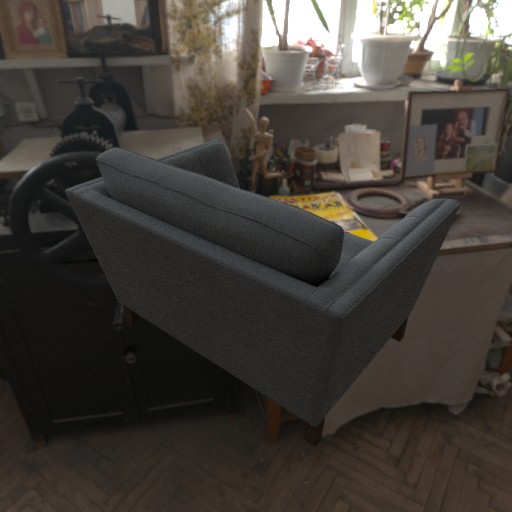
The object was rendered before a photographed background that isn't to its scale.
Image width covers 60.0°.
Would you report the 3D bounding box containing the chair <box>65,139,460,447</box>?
[{"bbox_3d":[0.000,0.000,2.037,1.396,0.942,0.965,23,38,33],"label":"chair"}]
